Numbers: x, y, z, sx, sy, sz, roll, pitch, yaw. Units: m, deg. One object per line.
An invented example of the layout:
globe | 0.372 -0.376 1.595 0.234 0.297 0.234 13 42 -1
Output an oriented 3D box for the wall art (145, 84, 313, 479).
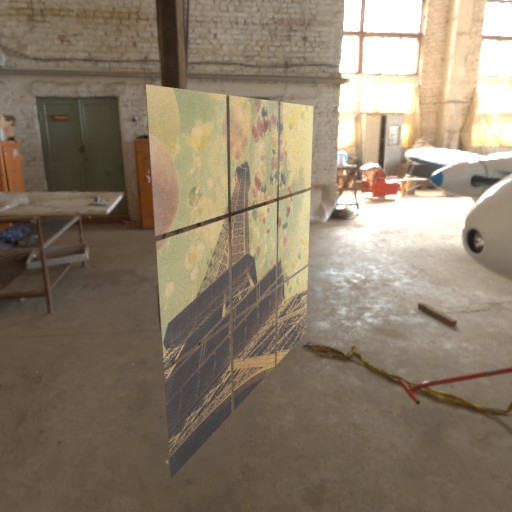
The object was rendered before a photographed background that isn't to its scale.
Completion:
wall art | 0.000 0.000 2.246 0.002 1.505 1.517 8 18 26
